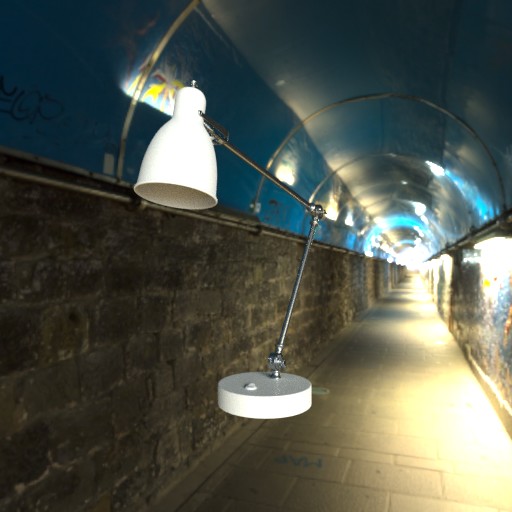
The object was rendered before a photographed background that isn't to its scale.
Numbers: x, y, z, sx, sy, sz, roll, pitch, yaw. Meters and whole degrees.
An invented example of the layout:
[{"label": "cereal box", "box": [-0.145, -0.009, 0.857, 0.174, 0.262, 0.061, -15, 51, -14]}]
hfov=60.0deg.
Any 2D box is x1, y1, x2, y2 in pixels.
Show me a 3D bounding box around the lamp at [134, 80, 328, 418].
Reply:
[{"label": "lamp", "box": [0.000, 0.000, 0.870, 0.187, 0.587, 0.561, -1, -1, 35]}]
